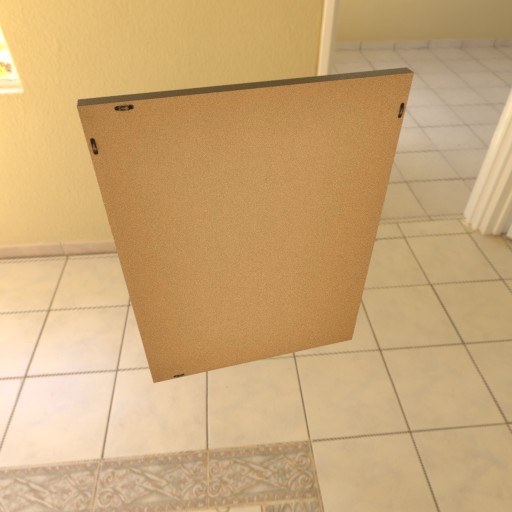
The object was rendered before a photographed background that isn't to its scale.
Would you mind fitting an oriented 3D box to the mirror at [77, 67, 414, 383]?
[{"bbox_3d":[0.000,0.000,1.322,0.762,1.016,0.041,-10,43,-11],"label":"mirror"}]
